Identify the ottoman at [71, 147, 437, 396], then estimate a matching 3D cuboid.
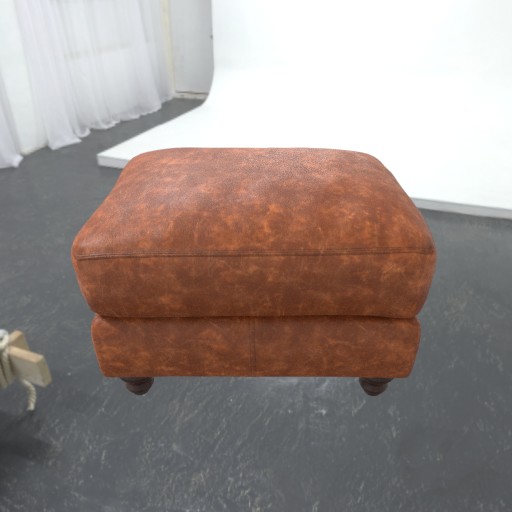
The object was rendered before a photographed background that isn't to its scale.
[{"bbox_3d":[0.000,0.000,1.281,0.832,0.562,0.657,0,31,0],"label":"ottoman"}]
